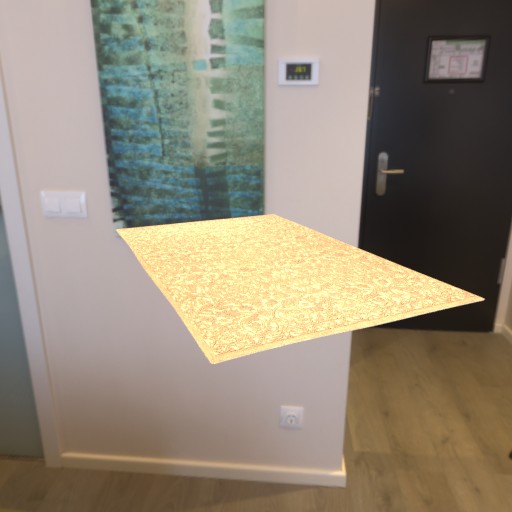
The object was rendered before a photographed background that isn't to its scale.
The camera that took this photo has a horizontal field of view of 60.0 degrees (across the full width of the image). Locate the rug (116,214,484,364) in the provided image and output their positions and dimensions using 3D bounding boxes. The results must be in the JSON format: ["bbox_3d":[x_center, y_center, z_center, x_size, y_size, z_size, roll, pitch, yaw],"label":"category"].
[{"bbox_3d":[0.000,0.000,3.074,1.529,0.012,2.435,-8,19,-24],"label":"rug"}]
